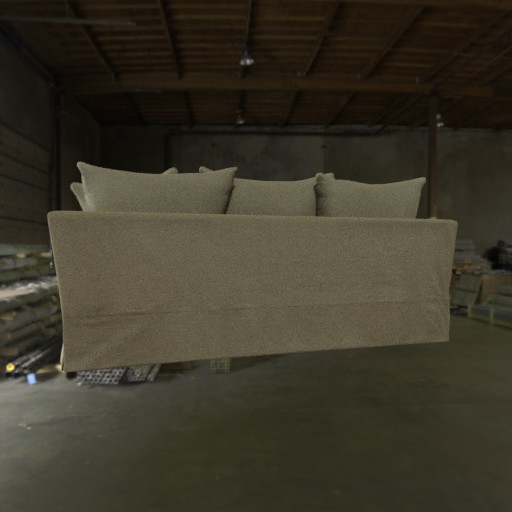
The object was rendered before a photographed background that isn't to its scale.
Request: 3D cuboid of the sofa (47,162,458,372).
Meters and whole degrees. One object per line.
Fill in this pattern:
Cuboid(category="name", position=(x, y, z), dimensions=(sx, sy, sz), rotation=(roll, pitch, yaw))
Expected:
Cuboid(category="sofa", position=(0.000, 0.000, 2.811), dimensions=(2.290, 1.034, 1.031), rotation=(0, 1, -18))
